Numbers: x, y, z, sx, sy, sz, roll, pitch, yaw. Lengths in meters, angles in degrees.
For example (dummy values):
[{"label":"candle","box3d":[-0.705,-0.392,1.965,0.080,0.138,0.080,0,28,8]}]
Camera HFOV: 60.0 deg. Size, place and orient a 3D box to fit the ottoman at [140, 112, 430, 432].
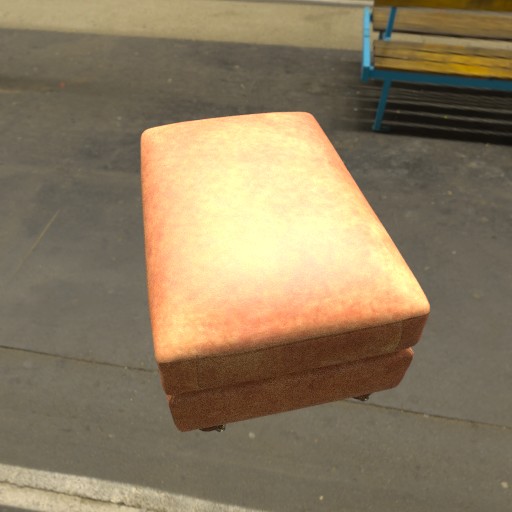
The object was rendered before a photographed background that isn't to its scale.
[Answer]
[{"label":"ottoman","box3d":[0.000,0.000,1.229,0.565,0.507,0.852,-9,46,-9]}]
